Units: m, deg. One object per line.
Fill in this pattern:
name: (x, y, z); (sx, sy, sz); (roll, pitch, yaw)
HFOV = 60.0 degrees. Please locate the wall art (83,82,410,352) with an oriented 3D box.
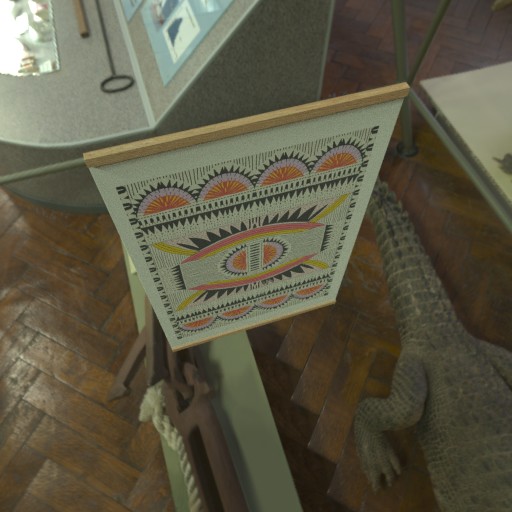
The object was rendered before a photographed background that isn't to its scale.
wall art: (0.000, 0.000, 1.955); (0.999, 1.533, 0.028); (-15, 59, -9)
